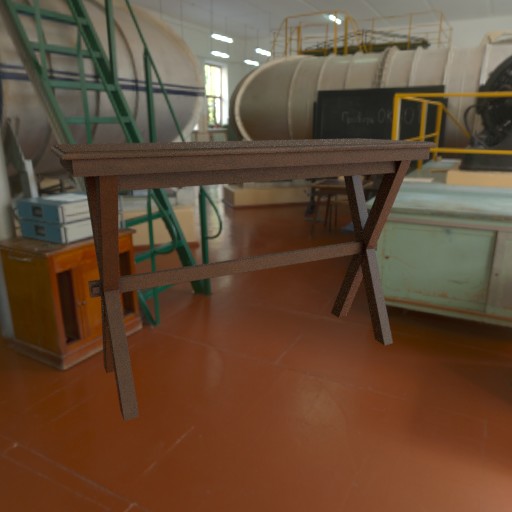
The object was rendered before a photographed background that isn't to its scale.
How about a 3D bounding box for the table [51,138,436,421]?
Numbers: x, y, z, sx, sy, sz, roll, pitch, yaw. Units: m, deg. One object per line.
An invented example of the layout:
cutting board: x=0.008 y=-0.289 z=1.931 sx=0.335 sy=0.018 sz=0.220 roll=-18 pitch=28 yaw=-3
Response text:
table: x=0.000 y=0.000 z=1.546 sx=1.197 sy=0.763 sz=0.399 roll=-8 pitch=19 yaw=-26
